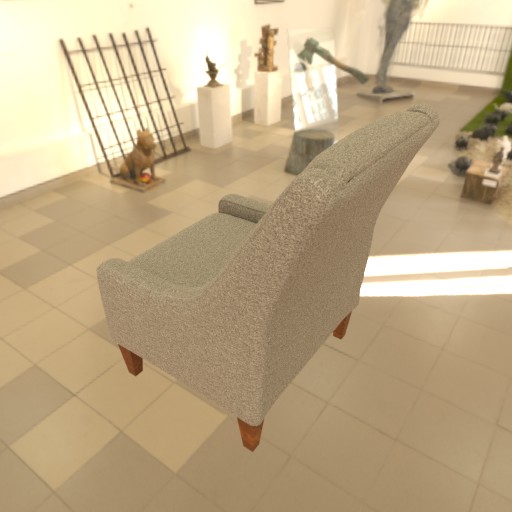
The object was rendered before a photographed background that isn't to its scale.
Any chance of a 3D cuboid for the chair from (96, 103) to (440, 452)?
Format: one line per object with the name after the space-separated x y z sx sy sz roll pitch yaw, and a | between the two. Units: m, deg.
0.000 0.000 1.564 0.870 1.016 0.774 21 38 29 | chair
